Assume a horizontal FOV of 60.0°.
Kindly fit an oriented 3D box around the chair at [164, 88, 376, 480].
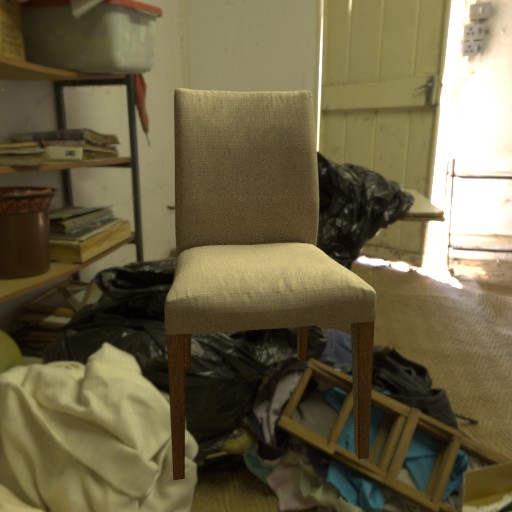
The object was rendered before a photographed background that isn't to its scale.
[{"bbox_3d":[0.000,0.000,1.260,0.496,0.940,0.585,-2,15,-9],"label":"chair"}]
